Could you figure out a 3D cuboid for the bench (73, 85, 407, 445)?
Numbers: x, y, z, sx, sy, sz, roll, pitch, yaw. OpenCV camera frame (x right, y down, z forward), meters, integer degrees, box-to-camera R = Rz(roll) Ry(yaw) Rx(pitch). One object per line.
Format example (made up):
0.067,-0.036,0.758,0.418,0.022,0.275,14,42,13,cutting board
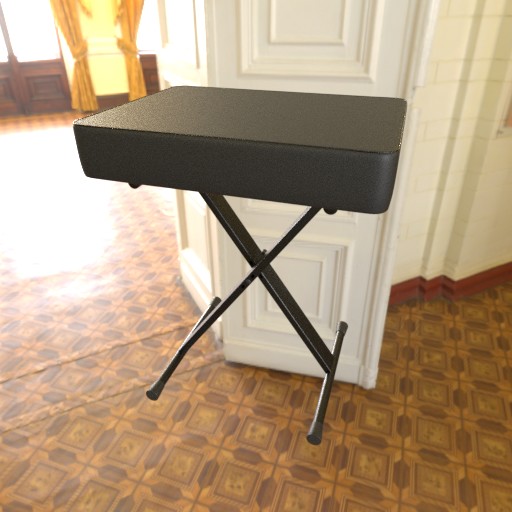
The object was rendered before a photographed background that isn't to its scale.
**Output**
0.000,0.000,0.781,0.424,0.500,0.321,9,31,16,bench
